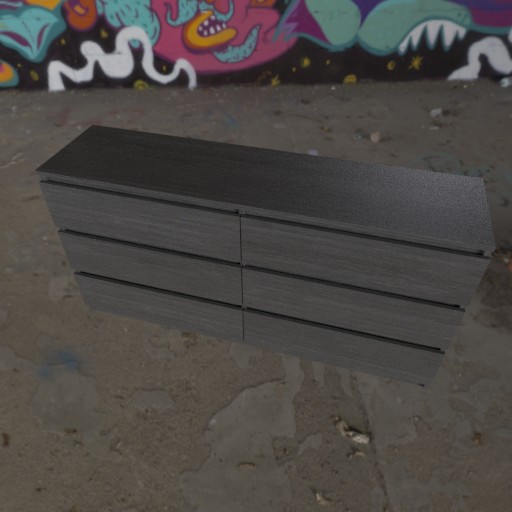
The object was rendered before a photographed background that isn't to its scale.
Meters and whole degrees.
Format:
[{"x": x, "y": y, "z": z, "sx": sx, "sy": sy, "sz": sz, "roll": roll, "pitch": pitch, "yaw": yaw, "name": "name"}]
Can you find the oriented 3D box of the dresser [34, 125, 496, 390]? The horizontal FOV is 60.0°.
[{"x": 0.000, "y": 0.000, "z": 1.881, "sx": 1.590, "sy": 0.795, "sz": 0.400, "roll": 11, "pitch": 43, "yaw": 12, "name": "dresser"}]
